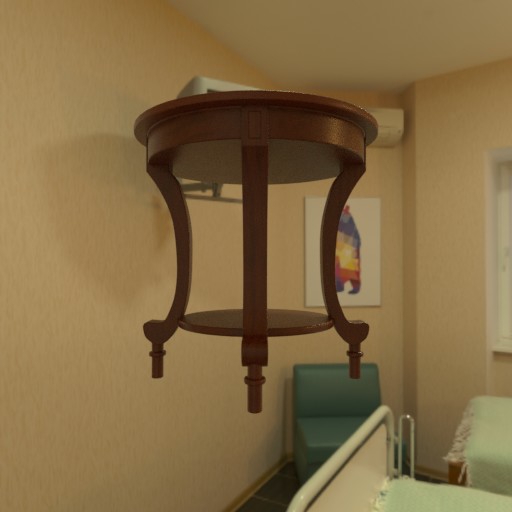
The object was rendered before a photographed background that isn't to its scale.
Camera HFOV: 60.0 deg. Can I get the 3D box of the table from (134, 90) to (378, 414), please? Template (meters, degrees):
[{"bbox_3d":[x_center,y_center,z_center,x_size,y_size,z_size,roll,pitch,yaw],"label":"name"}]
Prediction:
[{"bbox_3d":[0.000,0.000,1.118,0.597,0.612,0.597,0,-1,0],"label":"table"}]
